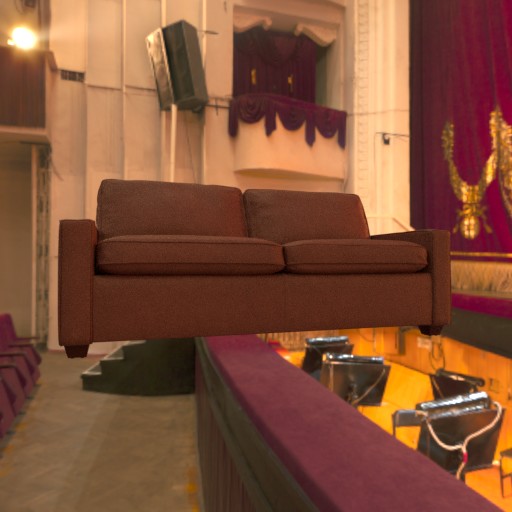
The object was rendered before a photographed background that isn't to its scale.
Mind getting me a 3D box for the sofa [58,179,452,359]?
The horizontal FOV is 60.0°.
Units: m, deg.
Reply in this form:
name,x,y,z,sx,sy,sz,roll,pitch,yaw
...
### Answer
name,x,y,z,sx,sy,sz,roll,pitch,yaw
sofa,0.000,0.000,2.605,2.080,0.919,0.940,0,-1,-18
